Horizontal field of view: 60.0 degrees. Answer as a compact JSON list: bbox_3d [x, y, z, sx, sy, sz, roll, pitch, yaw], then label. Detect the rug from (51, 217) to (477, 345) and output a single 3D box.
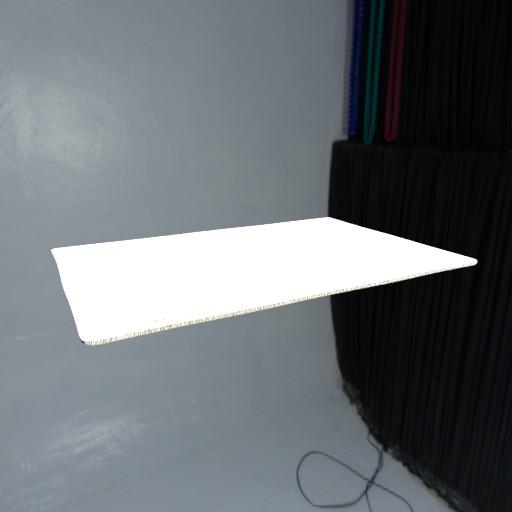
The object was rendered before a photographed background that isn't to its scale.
[{"bbox_3d":[0.000,0.000,3.333,2.698,0.025,1.798,-8,18,-27],"label":"rug"}]
